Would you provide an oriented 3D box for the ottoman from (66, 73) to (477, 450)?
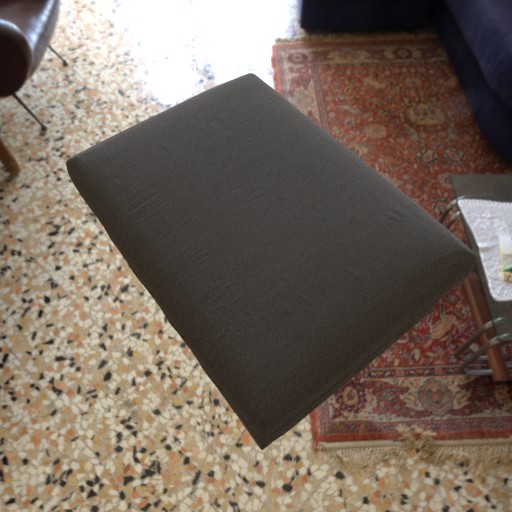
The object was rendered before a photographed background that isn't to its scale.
[{"bbox_3d":[0.000,0.000,1.132,0.569,0.500,0.771,-33,63,-19],"label":"ottoman"}]
